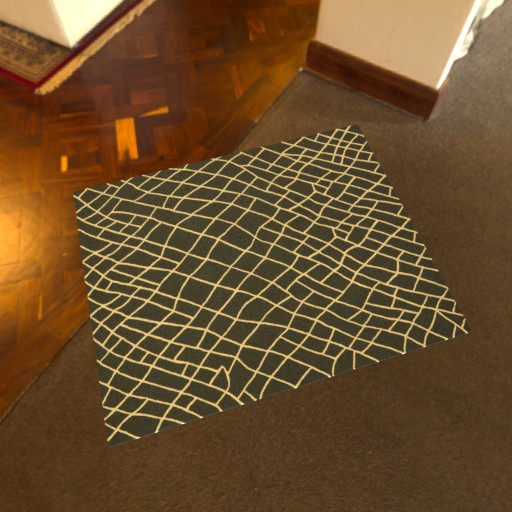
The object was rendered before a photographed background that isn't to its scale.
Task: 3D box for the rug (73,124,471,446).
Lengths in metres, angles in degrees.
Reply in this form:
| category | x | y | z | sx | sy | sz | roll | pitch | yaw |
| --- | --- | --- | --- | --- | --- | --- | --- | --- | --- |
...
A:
| category | x | y | z | sx | sy | sz | roll | pitch | yaw |
| --- | --- | --- | --- | --- | --- | --- | --- | --- | --- |
| rug | 0.000 | 0.000 | 4.047 | 3.047 | 0.022 | 2.439 | -15 | 63 | -8 |
